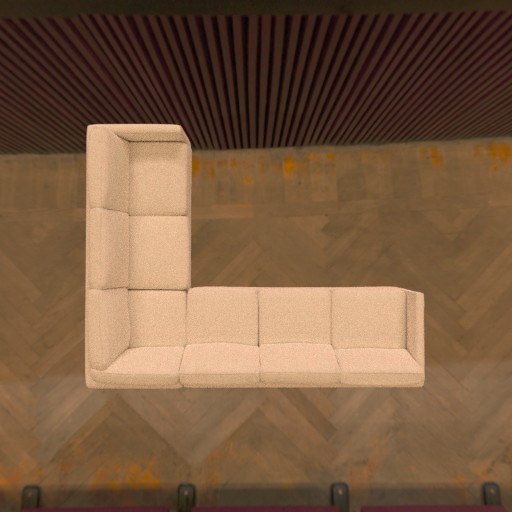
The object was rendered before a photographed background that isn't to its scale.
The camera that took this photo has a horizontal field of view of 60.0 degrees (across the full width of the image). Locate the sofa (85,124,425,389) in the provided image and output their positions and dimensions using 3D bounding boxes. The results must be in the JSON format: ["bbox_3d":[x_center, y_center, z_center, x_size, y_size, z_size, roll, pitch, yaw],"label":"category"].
[{"bbox_3d":[0.000,0.000,4.519,3.302,0.947,2.593,0,89,0],"label":"sofa"}]
